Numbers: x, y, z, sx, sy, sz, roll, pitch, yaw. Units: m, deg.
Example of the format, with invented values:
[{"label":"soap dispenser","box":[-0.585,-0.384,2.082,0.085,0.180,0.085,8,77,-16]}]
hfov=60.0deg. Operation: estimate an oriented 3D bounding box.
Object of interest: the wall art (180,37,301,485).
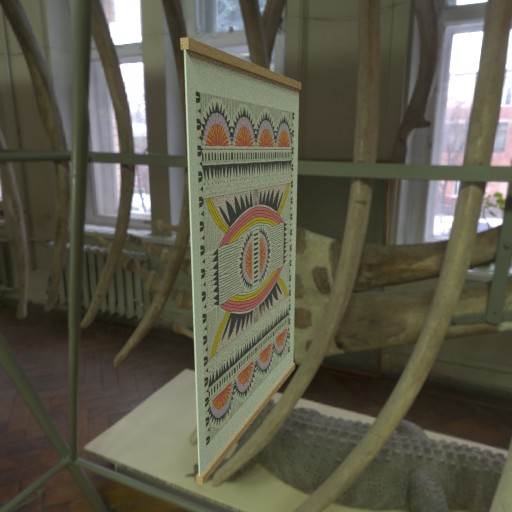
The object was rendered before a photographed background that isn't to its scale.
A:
[{"label":"wall art","box":[0.000,0.000,1.918,0.028,1.533,0.999,6,15,24]}]
